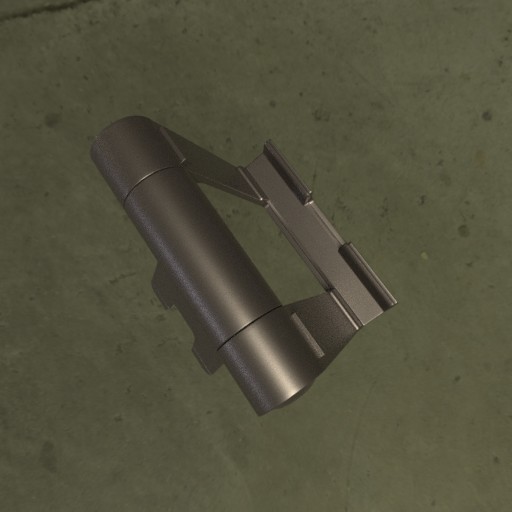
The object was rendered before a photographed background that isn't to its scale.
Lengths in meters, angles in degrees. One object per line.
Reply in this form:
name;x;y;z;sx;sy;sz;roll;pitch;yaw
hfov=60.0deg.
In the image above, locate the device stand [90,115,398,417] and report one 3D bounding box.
device stand;0.000;0.000;0.155;0.079;0.084;0.088;-33;77;-9
